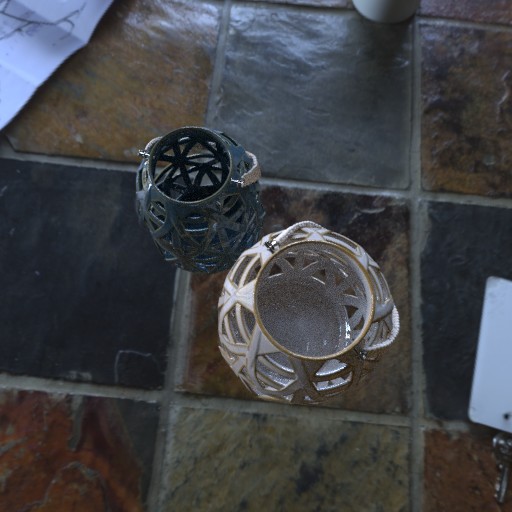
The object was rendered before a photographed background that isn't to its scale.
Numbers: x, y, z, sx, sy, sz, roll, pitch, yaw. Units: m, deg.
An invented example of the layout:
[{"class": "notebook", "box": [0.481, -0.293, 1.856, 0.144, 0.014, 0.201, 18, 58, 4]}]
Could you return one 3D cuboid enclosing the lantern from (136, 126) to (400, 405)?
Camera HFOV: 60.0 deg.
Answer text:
[{"class": "lantern", "box": [0.000, 0.000, 0.619, 0.245, 0.307, 0.439, -37, 78, -9]}]
